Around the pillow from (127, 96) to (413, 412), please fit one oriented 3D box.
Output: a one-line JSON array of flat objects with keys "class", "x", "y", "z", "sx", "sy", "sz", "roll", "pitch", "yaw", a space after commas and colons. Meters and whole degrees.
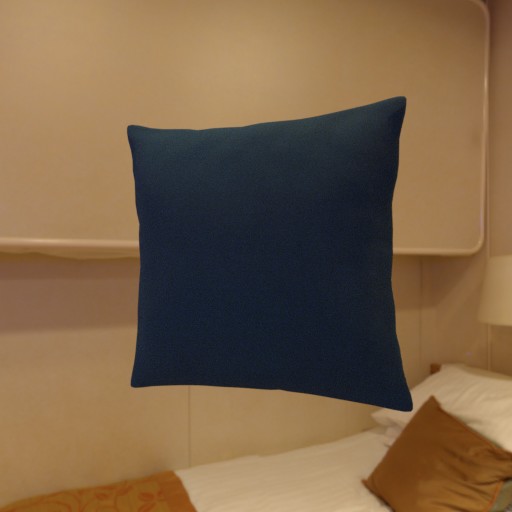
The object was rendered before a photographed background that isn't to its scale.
[{"class": "pillow", "x": 0.000, "y": 0.000, "z": 0.786, "sx": 0.523, "sy": 0.510, "sz": 0.166, "roll": 0, "pitch": -1, "yaw": 18}]
